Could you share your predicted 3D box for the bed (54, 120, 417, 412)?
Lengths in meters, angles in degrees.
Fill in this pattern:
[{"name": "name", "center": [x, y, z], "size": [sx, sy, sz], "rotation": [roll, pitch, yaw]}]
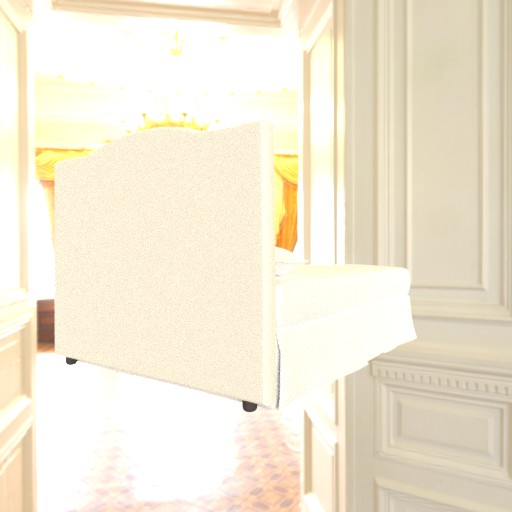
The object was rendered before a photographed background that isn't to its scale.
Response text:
[{"name": "bed", "center": [0.000, 0.000, 3.407], "size": [1.821, 1.436, 2.282], "rotation": [1, 1, 35]}]
